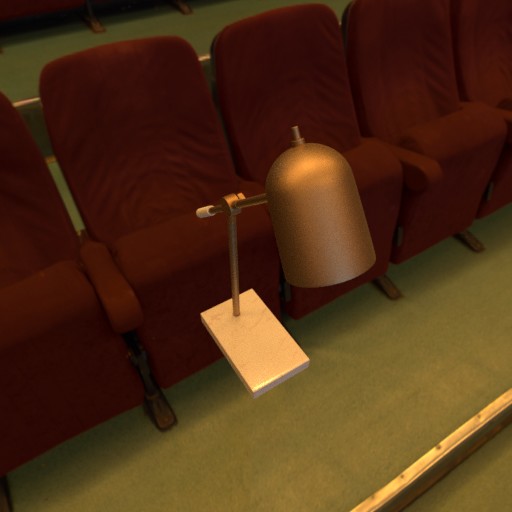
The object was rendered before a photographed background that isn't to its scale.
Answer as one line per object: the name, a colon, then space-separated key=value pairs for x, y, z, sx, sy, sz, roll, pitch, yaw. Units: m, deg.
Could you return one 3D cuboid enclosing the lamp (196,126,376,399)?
lamp: x=0.000 y=0.000 z=0.801 sx=0.144 sy=0.603 sz=0.471 roll=-24 pitch=51 yaw=-22
